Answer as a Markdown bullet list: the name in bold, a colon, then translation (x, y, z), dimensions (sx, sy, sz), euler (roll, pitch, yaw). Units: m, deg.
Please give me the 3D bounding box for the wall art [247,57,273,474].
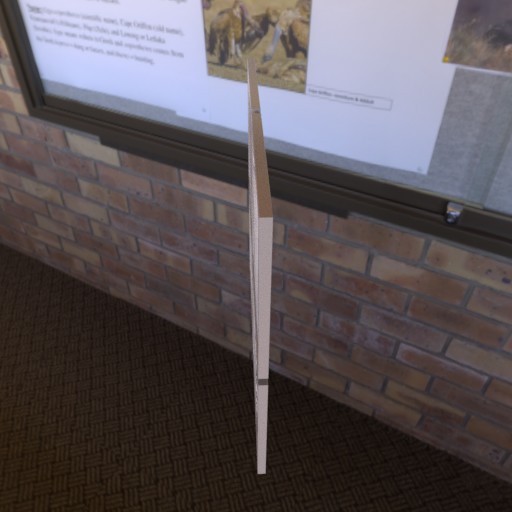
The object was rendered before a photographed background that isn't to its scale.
- **wall art**: translation (0.000, 0.000, 1.679), dimensions (0.029, 1.118, 1.118), euler (-1, 39, -2)
